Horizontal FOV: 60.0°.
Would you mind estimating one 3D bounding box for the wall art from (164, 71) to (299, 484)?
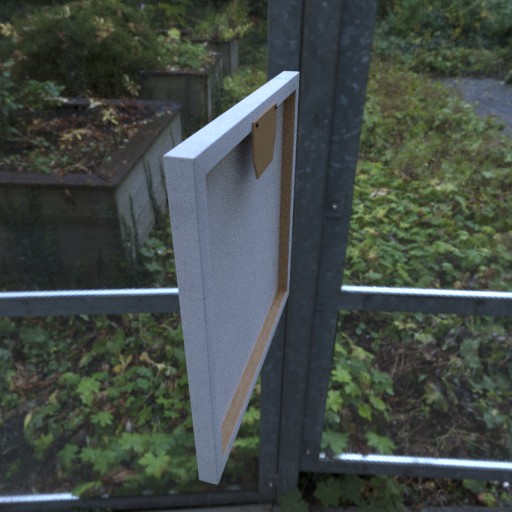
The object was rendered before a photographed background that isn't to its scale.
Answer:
[{"bbox_3d":[0.000,0.000,0.891,0.044,0.605,0.605,8,32,13],"label":"wall art"}]
